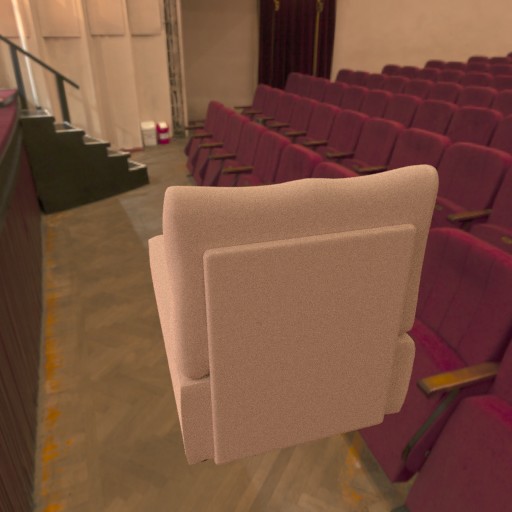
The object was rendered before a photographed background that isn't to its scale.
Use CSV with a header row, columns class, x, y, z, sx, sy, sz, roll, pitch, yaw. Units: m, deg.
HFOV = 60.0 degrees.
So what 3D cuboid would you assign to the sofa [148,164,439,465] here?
class,x,y,z,sx,sy,sz,roll,pitch,yaw
sofa,0.000,0.000,1.566,0.700,0.820,1.000,-8,27,-15
